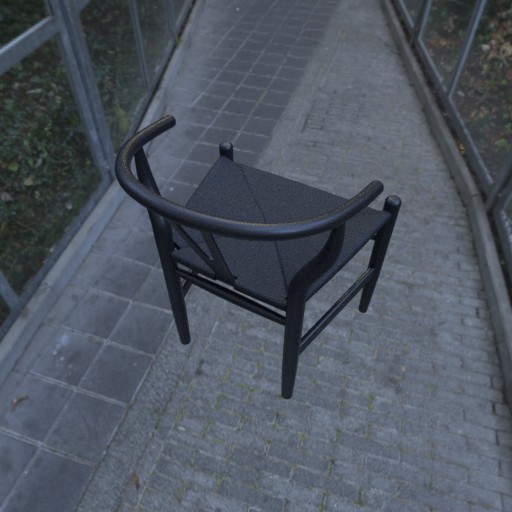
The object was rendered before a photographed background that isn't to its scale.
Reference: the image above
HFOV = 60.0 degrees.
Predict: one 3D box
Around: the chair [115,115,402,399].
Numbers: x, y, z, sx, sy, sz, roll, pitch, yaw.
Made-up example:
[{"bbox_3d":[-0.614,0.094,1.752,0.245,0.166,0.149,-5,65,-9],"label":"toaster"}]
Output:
[{"bbox_3d":[0.000,0.000,1.176,0.569,0.730,0.579,23,50,21],"label":"chair"}]
